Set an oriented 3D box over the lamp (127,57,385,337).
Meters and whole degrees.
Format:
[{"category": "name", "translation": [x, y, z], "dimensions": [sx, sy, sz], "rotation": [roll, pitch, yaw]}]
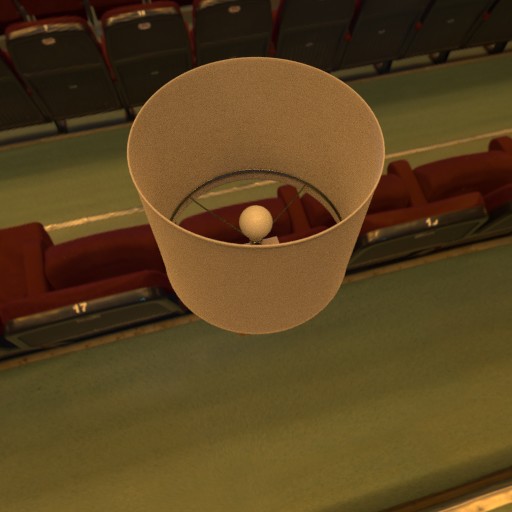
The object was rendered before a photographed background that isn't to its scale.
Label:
[{"category": "lamp", "translation": [0.000, 0.000, 0.577], "dimensions": [0.229, 0.417, 0.229], "rotation": [-14, 61, -8]}]
